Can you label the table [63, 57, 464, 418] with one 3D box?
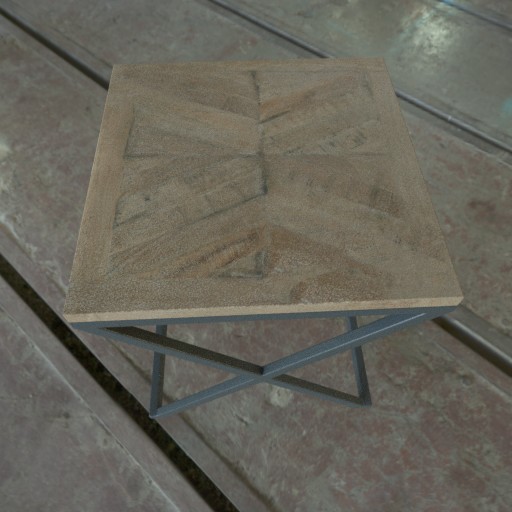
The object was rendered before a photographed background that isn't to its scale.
[{"bbox_3d":[0.000,0.000,0.906,0.498,0.550,0.499,-2,57,-1],"label":"table"}]
